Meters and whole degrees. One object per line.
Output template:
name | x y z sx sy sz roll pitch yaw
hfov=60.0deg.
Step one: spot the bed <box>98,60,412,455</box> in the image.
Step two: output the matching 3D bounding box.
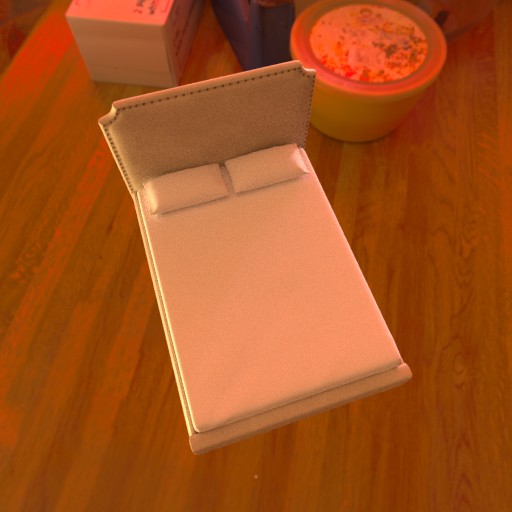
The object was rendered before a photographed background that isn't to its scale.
bed | 0.000 0.000 3.419 1.712 1.443 2.372 -16 65 -8
